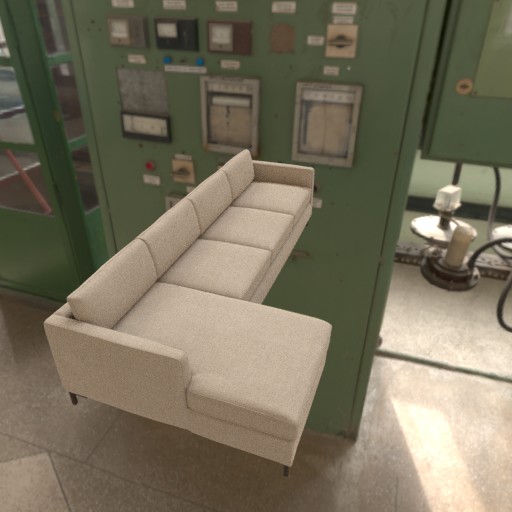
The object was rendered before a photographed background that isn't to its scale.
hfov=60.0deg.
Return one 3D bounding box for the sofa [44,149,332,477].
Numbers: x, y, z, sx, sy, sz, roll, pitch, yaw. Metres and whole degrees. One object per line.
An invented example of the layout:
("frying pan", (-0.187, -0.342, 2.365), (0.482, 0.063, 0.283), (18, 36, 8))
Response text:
("sofa", (0.000, 0.000, 3.471), (1.469, 0.816, 2.923), (10, 33, 17))
